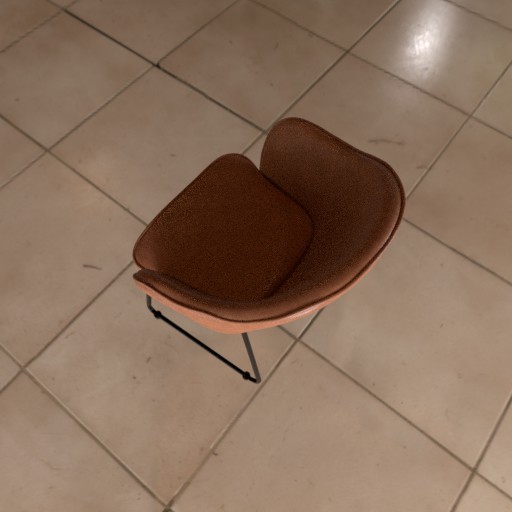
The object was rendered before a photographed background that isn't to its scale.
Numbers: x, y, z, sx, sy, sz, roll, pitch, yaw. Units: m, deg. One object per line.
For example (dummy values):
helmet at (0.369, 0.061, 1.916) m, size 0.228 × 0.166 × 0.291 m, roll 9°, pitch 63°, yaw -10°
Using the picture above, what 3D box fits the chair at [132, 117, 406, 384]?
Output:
chair at (0.000, 0.000, 1.213) m, size 0.580 × 0.785 × 0.582 m, roll 34°, pitch 69°, yaw 15°
